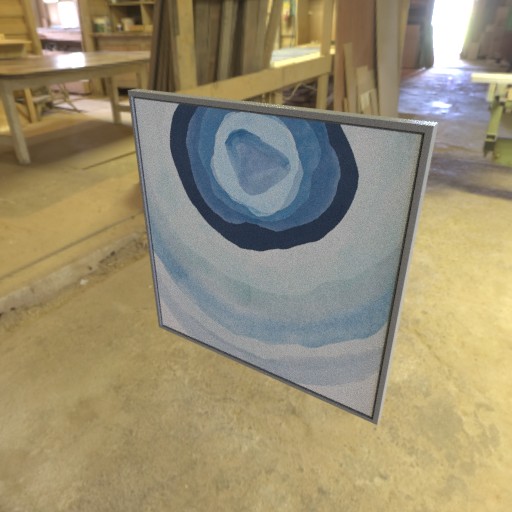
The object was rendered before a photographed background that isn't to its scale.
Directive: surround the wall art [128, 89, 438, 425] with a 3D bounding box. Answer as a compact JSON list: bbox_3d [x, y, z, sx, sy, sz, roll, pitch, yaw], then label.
[{"bbox_3d":[0.000,0.000,1.225,0.809,0.807,0.038,17,33,28],"label":"wall art"}]
